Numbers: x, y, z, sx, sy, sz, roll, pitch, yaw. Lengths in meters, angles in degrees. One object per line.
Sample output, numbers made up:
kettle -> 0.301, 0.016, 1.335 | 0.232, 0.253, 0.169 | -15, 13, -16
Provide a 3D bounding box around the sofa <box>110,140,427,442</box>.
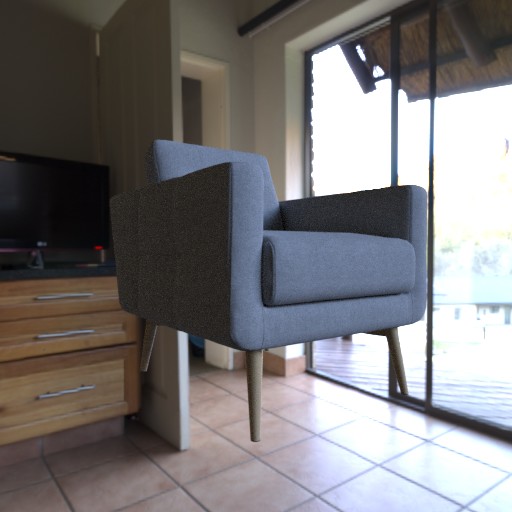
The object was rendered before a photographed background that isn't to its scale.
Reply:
sofa -> 0.000, 0.000, 1.551 | 0.770, 0.860, 0.920 | -1, 1, -35
